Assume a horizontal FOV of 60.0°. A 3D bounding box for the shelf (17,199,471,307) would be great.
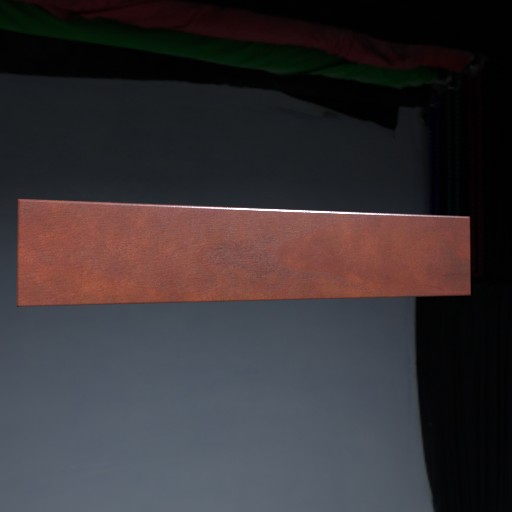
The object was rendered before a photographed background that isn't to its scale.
[{"bbox_3d":[0.000,0.000,0.504,0.457,0.088,0.152,0,-1,-17],"label":"shelf"}]
